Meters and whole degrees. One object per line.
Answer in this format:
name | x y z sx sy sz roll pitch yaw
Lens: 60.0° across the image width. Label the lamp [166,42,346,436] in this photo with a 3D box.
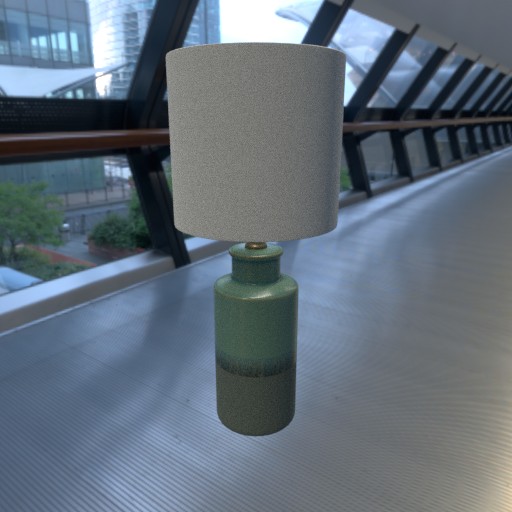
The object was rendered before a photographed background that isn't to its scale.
lamp | 0.000 0.000 0.599 0.212 0.493 0.212 -3 17 -9
